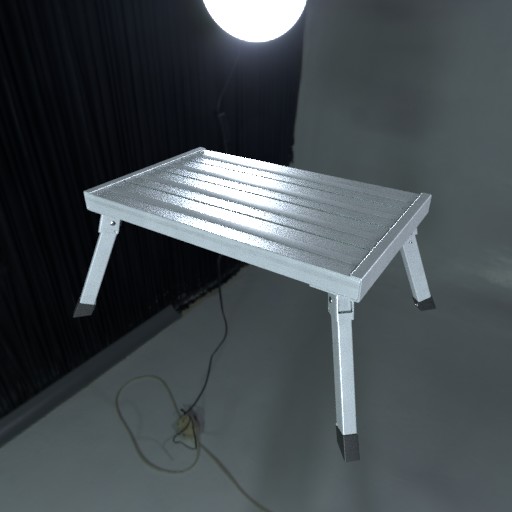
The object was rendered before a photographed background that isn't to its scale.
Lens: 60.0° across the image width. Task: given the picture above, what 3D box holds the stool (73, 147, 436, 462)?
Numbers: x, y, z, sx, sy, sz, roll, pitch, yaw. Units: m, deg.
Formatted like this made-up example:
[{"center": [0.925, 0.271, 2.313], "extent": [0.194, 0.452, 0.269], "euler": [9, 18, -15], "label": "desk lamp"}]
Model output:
[{"center": [0.000, 0.000, 0.735], "extent": [0.535, 0.225, 0.385], "euler": [18, 35, 28], "label": "stool"}]
